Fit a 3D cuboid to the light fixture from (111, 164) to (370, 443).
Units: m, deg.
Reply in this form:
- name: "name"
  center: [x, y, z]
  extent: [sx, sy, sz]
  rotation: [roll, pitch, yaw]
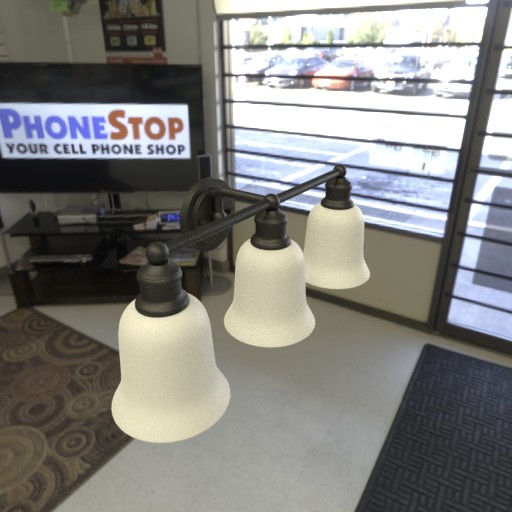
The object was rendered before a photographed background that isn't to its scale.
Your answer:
- name: "light fixture"
  center: [0.000, 0.000, 0.676]
  extent: [0.198, 0.211, 0.570]
  rotation: [17, 30, 32]
